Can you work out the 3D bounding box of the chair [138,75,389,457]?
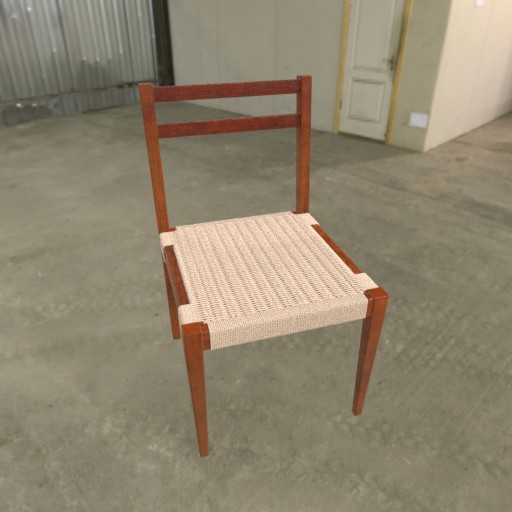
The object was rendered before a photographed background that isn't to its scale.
[{"bbox_3d":[0.000,0.000,1.238,0.495,0.851,0.569,-9,32,-15],"label":"chair"}]
